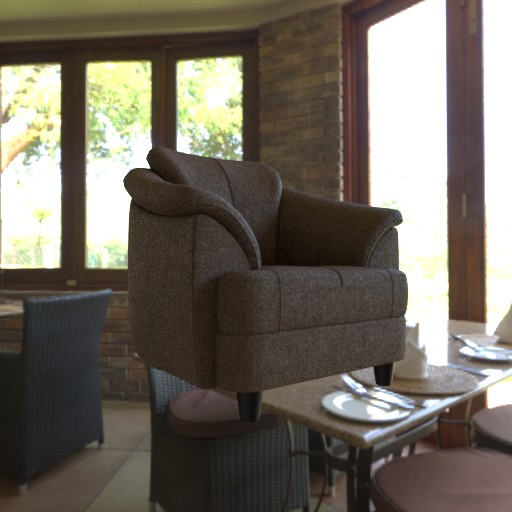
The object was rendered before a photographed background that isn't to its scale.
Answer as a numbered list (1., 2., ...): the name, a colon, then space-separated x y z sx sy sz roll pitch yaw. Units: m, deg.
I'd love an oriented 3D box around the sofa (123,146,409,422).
1. sofa: 0.000 0.000 1.510 0.870 0.811 0.794 0 -1 -36
